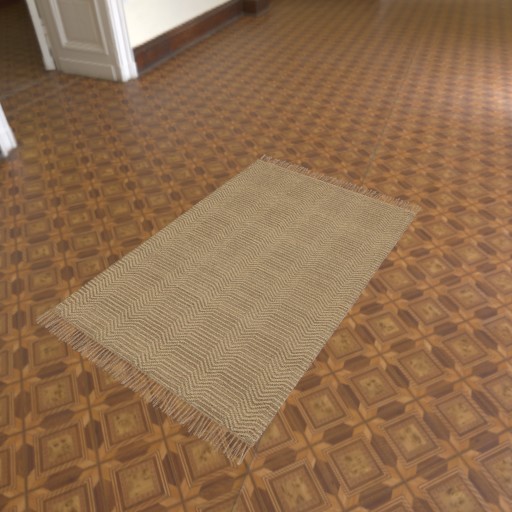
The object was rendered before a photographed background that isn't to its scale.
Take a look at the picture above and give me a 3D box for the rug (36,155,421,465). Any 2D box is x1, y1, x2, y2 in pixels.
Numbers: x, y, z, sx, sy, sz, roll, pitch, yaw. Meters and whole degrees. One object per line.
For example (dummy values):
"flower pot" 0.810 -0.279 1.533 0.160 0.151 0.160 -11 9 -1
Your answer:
"rug" 0.000 0.000 3.123 1.528 0.034 2.523 24 47 25
